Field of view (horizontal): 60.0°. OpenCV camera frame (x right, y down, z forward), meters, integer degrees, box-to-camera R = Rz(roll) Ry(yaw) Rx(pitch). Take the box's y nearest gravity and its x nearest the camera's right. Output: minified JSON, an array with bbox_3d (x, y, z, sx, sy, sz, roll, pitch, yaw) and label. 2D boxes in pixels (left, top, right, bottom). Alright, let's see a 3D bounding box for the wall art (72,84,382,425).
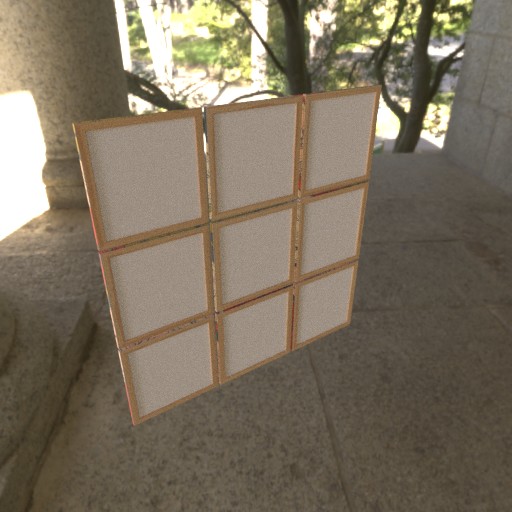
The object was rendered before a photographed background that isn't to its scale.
[{"bbox_3d":[0.000,0.000,1.357,0.904,0.913,0.013,-18,34,-28],"label":"wall art"}]
